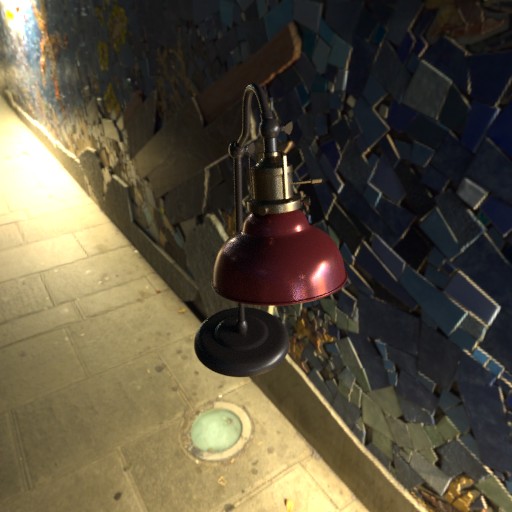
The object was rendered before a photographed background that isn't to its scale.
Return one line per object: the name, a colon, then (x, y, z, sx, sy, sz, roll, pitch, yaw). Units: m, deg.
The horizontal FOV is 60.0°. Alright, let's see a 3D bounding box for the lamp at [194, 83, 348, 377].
lamp: (0.000, 0.000, 0.692, 0.192, 0.508, 0.374, -10, 32, -16)
